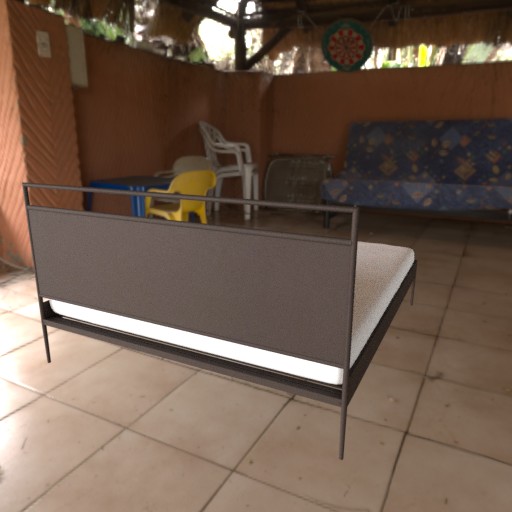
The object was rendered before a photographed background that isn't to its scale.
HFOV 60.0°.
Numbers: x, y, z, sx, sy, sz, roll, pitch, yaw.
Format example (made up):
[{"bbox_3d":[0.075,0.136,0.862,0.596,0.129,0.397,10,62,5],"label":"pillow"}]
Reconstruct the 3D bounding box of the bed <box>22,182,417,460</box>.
[{"bbox_3d":[0.000,0.000,3.238,1.993,1.173,2.151,8,17,26],"label":"bed"}]
